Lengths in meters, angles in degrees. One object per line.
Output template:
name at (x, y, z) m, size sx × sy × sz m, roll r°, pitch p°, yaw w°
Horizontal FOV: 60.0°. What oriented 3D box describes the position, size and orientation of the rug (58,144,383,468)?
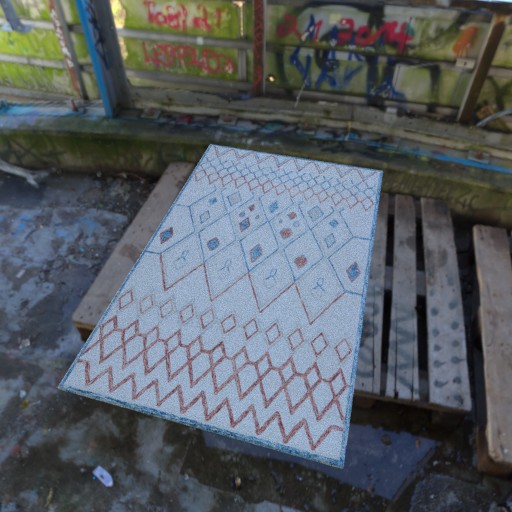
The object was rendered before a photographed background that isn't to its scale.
rug at (0.000, 0.000, 3.030) m, size 1.524 × 0.015 × 2.438 m, roll 11°, pitch 48°, yaw 11°
